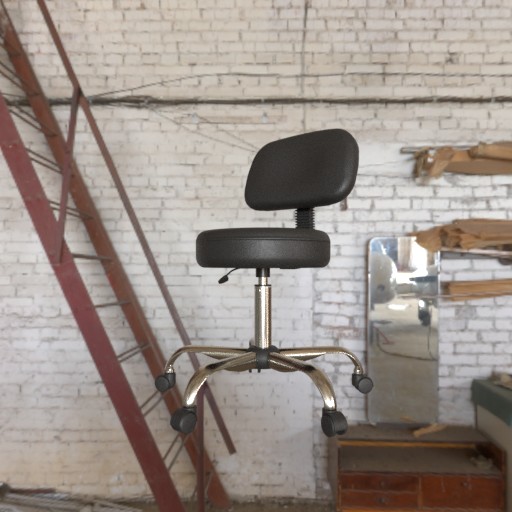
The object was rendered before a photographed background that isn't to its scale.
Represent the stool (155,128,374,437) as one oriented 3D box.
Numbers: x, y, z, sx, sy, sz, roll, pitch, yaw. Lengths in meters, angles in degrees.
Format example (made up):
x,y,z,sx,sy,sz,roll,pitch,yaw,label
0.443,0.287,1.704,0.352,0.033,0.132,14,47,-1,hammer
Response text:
x,y,z,sx,sy,sz,roll,pitch,yaw,label
0.000,0.000,1.320,0.673,0.862,0.648,-1,-1,37,stool
